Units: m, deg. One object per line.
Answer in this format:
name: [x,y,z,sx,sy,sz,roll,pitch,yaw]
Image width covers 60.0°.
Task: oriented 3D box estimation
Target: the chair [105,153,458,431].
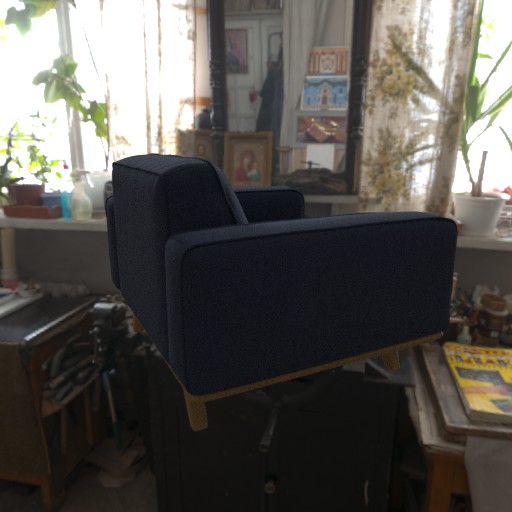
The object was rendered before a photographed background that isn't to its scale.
chair: [0.000,0.000,1.737,0.953,0.783,1.118,-7,16,-26]
